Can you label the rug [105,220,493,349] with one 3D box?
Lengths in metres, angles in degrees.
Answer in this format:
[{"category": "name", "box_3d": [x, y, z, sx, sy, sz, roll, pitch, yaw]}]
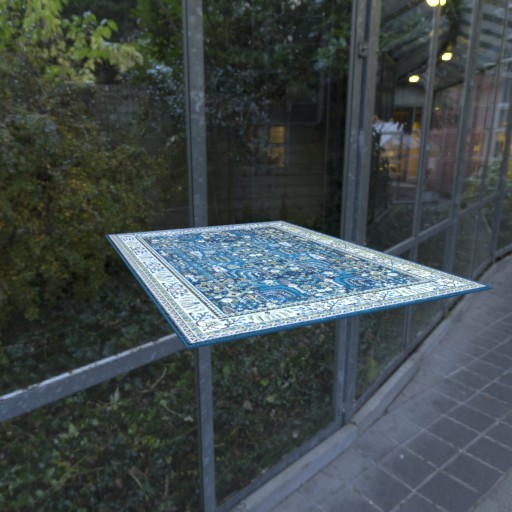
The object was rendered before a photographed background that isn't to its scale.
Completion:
[{"category": "rug", "box_3d": [0.000, 0.000, 2.871, 1.594, 0.013, 2.213, -7, 16, -25]}]
